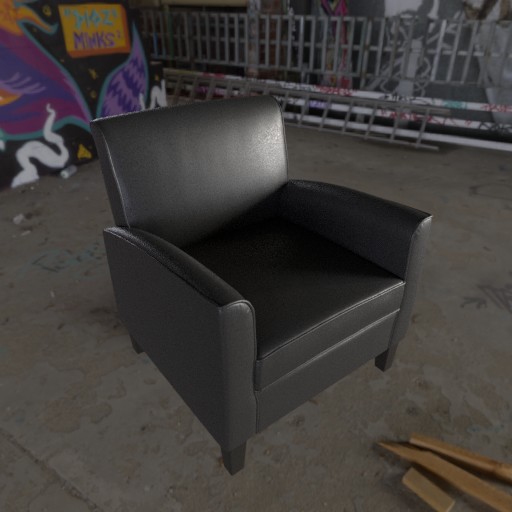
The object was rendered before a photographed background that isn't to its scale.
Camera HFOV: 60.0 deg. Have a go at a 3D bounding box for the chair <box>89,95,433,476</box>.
[{"bbox_3d":[0.000,0.000,1.547,0.820,0.916,0.819,-21,36,-32],"label":"chair"}]
